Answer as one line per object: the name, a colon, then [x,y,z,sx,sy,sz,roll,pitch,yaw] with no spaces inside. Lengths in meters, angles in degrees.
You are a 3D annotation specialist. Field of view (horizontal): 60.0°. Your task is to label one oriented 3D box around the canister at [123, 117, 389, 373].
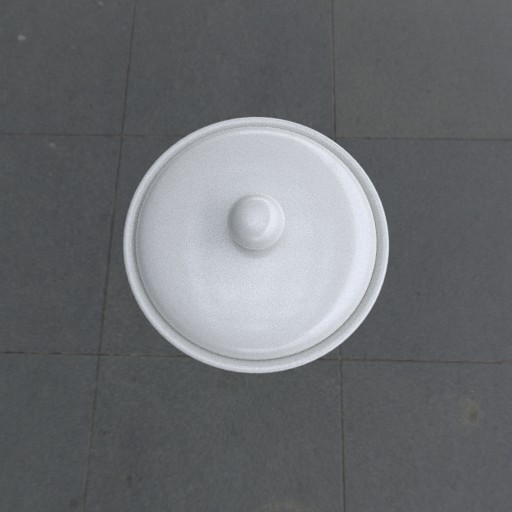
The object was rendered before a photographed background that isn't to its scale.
canister: [0.000,0.000,0.360,0.182,0.208,0.182,0,76,0]
